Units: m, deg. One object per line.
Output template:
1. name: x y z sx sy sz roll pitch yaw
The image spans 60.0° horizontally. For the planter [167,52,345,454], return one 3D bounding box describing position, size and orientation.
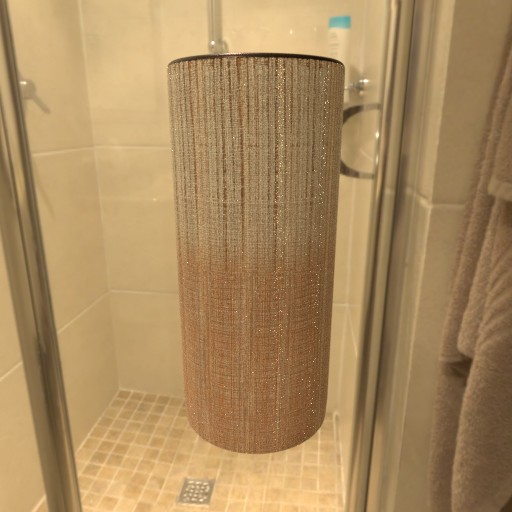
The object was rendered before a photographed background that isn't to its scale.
1. planter: 0.000 0.000 0.285 0.100 0.227 0.100 -9 19 -28
